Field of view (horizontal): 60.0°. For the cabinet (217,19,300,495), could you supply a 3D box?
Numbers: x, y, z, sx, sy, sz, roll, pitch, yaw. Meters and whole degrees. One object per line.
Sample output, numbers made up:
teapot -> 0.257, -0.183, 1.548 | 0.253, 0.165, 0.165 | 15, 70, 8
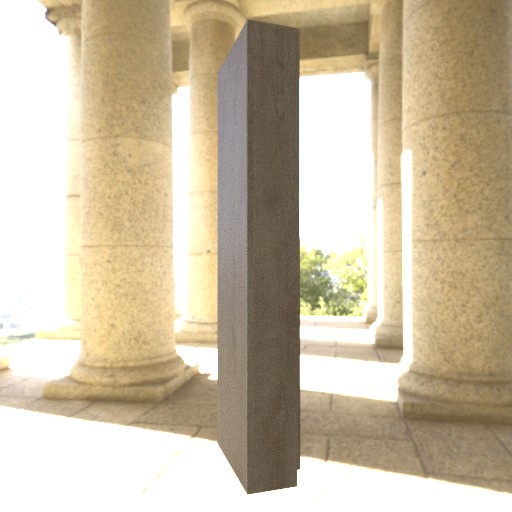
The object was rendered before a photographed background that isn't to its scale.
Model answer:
cabinet -> 0.000, 0.000, 1.940 | 0.230, 1.790, 0.500 | 0, -1, -18
